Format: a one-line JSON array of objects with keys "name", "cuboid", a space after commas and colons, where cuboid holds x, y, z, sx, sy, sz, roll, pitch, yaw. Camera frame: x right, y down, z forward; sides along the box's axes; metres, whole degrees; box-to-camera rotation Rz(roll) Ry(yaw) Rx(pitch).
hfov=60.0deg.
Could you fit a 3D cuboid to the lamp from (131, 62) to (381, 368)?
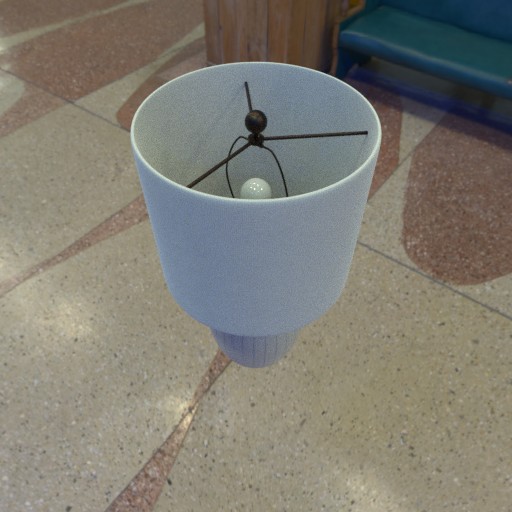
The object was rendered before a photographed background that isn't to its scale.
[{"name": "lamp", "cuboid": [0.000, 0.000, 0.790, 0.328, 0.570, 0.328, 0, 49, 0]}]
